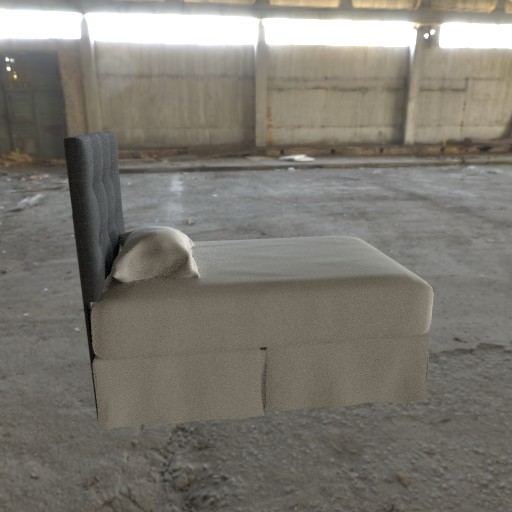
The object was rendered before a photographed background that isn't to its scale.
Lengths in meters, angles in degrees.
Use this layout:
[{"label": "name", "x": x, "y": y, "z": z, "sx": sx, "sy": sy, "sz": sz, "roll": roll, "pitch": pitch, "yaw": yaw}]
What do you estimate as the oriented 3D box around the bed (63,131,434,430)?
[{"label": "bed", "x": 0.000, "y": 0.000, "z": 2.924, "sx": 1.997, "sy": 1.571, "sz": 1.261, "roll": -3, "pitch": 17, "yaw": -9}]
